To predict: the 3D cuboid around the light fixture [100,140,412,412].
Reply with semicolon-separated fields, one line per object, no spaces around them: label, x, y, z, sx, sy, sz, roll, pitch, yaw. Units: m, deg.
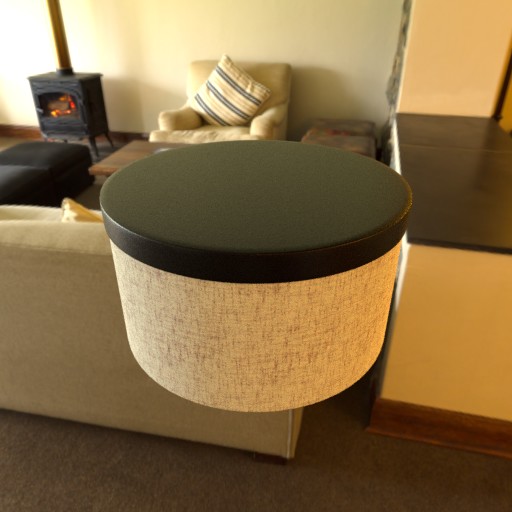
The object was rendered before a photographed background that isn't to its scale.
light fixture;0.000;0.000;0.632;0.389;0.229;0.389;0;30;0
